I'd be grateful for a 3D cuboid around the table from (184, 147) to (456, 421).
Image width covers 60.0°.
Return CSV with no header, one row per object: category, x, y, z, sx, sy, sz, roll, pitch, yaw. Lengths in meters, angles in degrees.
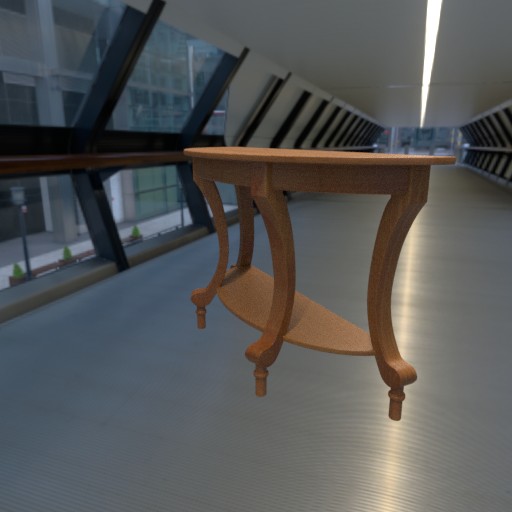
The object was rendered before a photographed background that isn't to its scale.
table,0.000,0.000,1.498,0.394,0.692,1.198,-7,17,-25
